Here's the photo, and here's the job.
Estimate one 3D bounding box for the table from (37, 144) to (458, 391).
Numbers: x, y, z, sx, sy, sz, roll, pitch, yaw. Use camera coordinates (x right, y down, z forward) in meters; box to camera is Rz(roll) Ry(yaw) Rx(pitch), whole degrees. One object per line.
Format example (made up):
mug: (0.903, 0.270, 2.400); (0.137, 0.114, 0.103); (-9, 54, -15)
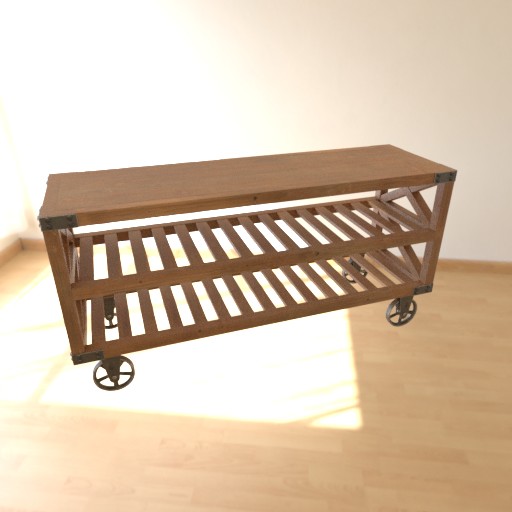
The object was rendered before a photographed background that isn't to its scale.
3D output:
table: (0.000, 0.000, 1.834); (1.487, 0.711, 0.467); (-9, 29, -17)
